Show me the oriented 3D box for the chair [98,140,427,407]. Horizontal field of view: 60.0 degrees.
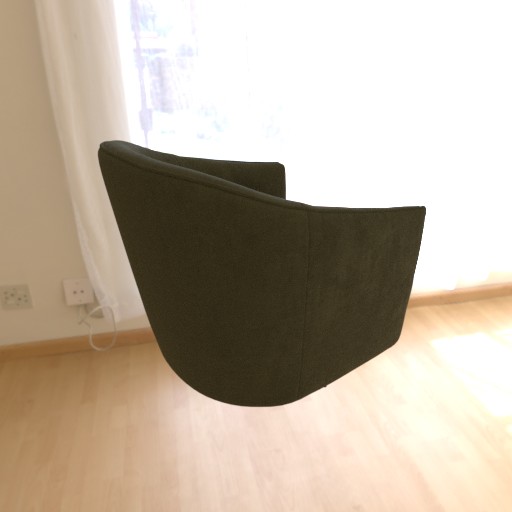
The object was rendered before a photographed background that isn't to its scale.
[{"bbox_3d":[0.000,0.000,1.462,0.875,0.799,0.747,-19,31,-33],"label":"chair"}]
